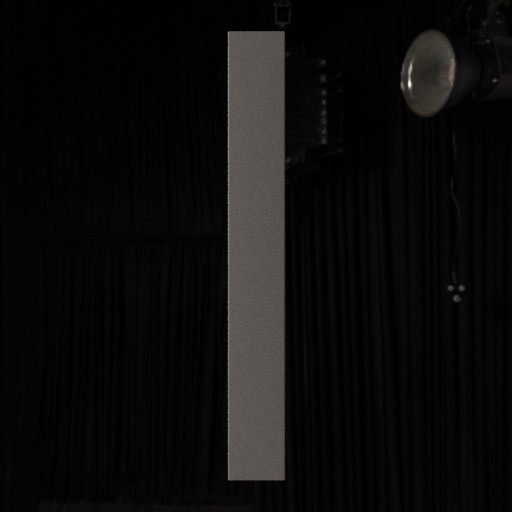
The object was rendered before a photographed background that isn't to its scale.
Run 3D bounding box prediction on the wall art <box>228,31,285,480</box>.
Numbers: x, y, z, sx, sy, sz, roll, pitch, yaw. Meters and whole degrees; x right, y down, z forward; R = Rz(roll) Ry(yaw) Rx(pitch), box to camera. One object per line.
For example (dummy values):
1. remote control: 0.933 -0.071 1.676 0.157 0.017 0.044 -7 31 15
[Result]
1. wall art: 0.000 0.000 0.450 0.038 0.302 0.305 0 0 0
